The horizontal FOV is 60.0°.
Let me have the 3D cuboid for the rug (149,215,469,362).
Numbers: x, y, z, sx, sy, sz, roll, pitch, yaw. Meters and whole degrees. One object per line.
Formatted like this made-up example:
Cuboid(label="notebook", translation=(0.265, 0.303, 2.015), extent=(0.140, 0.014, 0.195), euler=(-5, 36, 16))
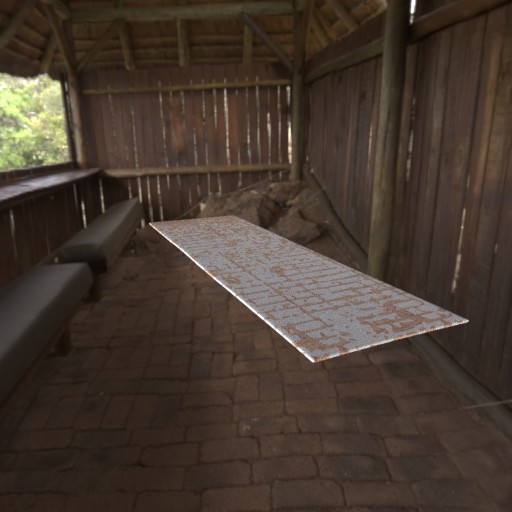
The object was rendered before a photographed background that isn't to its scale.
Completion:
Cuboid(label="rug", translation=(0.000, 0.000, 2.697), extent=(0.750, 0.011, 2.435), euler=(-8, 18, -25))
